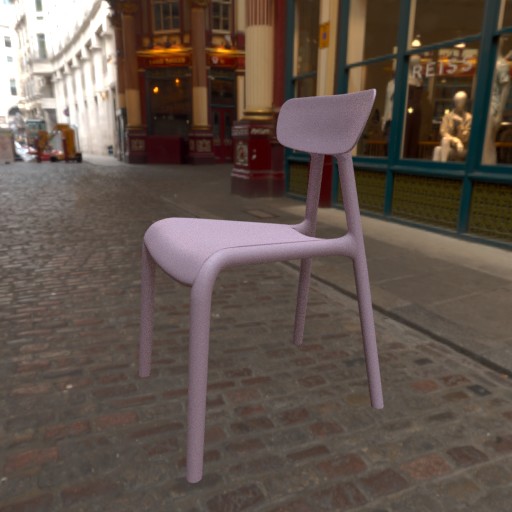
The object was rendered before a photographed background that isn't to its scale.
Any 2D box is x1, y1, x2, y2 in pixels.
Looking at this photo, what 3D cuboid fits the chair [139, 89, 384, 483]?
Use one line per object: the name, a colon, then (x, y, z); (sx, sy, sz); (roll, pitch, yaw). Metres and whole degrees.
chair: (0.000, 0.000, 0.826); (0.401, 0.580, 0.356); (-8, 17, -25)
